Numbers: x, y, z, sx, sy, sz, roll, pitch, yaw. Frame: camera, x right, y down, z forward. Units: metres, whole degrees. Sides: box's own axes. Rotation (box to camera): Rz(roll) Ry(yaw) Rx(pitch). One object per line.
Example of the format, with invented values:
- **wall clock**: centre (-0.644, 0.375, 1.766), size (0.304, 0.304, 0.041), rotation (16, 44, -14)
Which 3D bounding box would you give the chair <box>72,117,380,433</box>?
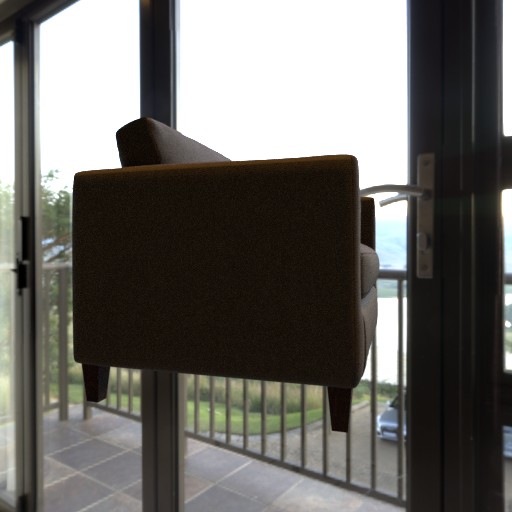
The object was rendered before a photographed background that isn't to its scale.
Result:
- **chair**: centre (0.000, 0.000, 1.814), size (0.959, 0.963, 1.107), rotation (0, 1, 17)
